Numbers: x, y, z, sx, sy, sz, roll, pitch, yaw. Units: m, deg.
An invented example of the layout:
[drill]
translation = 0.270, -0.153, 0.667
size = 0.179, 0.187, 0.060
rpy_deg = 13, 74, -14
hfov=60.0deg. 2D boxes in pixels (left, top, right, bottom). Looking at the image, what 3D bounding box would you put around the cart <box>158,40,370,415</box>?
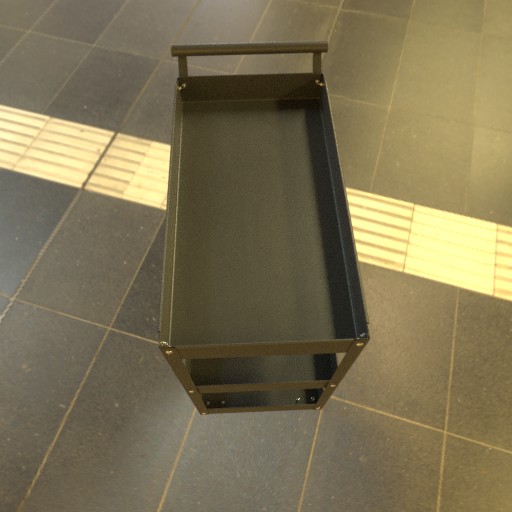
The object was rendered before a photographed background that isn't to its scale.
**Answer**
[cart]
translation = 0.000, 0.000, 1.197
size = 0.366, 0.780, 0.719
rpy_deg = -2, 61, -1
